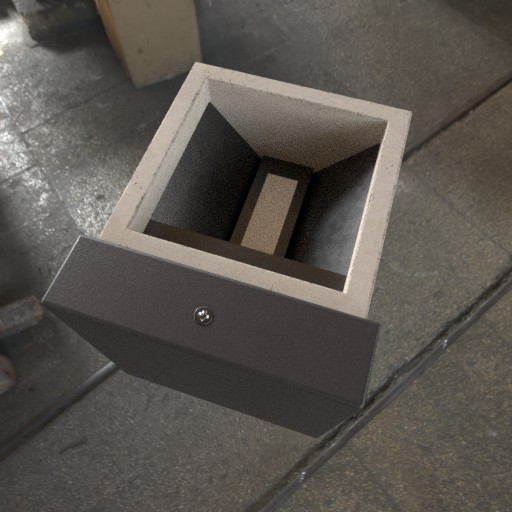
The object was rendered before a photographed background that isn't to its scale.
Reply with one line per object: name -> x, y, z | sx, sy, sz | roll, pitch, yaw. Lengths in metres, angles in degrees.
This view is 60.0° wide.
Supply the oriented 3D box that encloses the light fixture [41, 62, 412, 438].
light fixture -> 0.000, 0.000, 0.237 | 0.121, 0.121, 0.143 | 16, 64, 8
